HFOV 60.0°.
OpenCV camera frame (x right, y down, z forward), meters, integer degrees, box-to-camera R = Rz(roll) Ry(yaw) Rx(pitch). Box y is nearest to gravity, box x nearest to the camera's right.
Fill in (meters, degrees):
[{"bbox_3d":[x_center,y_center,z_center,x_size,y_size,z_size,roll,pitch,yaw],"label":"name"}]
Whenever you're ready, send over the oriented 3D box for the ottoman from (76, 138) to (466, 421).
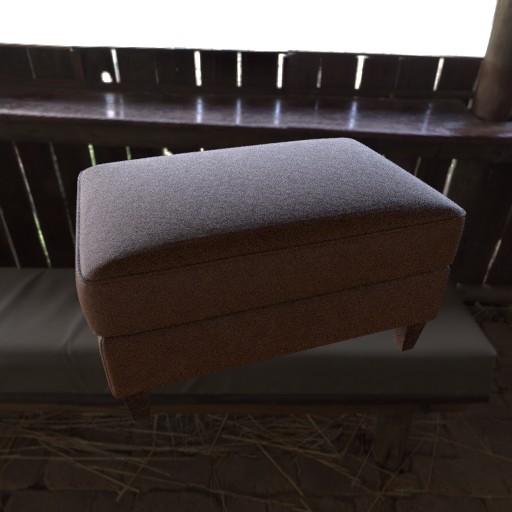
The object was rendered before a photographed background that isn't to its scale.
[{"bbox_3d":[0.000,0.000,1.201,0.864,0.483,0.584,-10,34,-15],"label":"ottoman"}]
